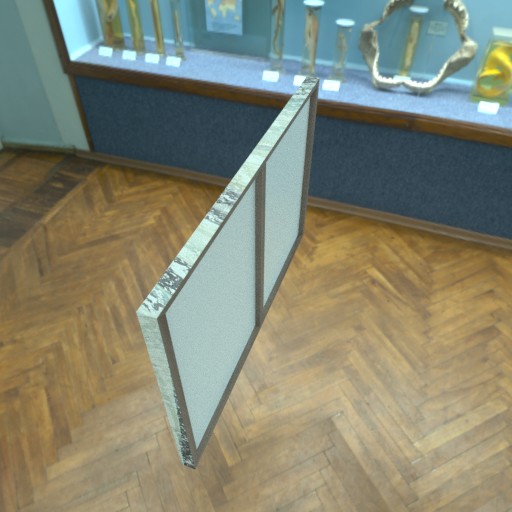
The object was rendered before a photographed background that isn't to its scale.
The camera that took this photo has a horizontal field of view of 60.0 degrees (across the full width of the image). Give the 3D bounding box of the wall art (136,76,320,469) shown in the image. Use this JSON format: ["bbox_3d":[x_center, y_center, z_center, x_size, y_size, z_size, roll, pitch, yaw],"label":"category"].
[{"bbox_3d":[0.000,0.000,1.177,0.038,0.598,0.919,15,47,15],"label":"wall art"}]
